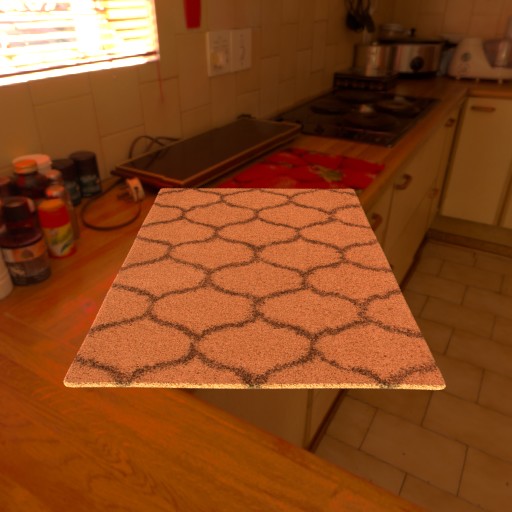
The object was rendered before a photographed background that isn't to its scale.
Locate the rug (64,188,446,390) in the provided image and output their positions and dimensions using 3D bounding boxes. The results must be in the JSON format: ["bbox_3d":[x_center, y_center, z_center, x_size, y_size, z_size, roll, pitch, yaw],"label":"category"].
[{"bbox_3d":[0.000,0.000,2.066,1.200,0.025,1.600,0,31,0],"label":"rug"}]
